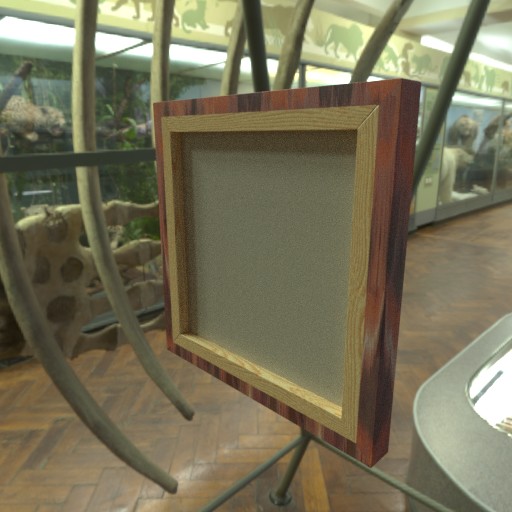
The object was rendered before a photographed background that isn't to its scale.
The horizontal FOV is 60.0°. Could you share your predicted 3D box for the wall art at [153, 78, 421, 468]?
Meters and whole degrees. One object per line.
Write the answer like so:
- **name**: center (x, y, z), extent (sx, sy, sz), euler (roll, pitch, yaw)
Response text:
- **wall art**: center (0.000, 0.000, 0.591), extent (0.038, 0.406, 0.403), euler (-14, 21, -43)
